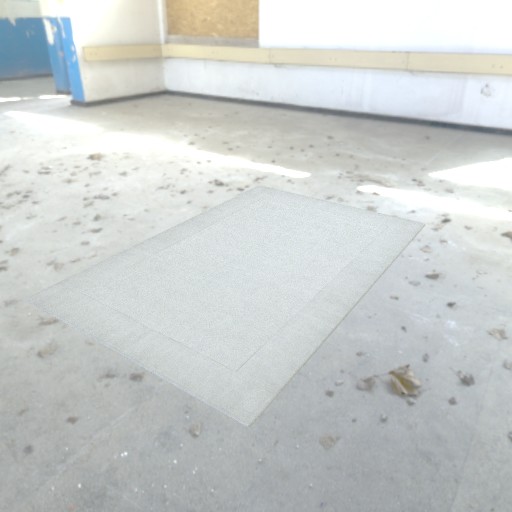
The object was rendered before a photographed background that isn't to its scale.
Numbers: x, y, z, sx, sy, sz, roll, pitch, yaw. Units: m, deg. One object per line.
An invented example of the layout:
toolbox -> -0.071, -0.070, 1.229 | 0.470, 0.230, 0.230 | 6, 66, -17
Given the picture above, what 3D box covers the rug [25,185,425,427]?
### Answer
rug -> 0.000, 0.000, 2.310 | 1.219, 0.013, 1.829 | 18, 33, 30
